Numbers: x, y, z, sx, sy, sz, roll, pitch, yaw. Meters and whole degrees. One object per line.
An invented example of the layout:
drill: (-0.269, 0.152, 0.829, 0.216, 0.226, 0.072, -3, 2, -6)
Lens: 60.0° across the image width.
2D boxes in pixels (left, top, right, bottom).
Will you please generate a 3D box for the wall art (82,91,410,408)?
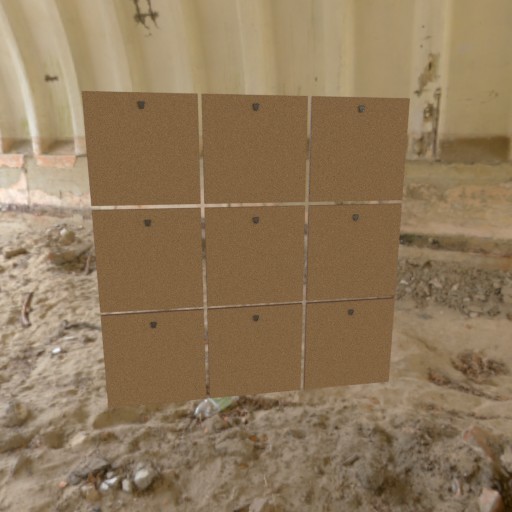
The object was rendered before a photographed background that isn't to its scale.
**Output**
wall art: (0.000, 0.000, 1.772, 1.221, 1.218, 0.024, -2, 13, -10)
